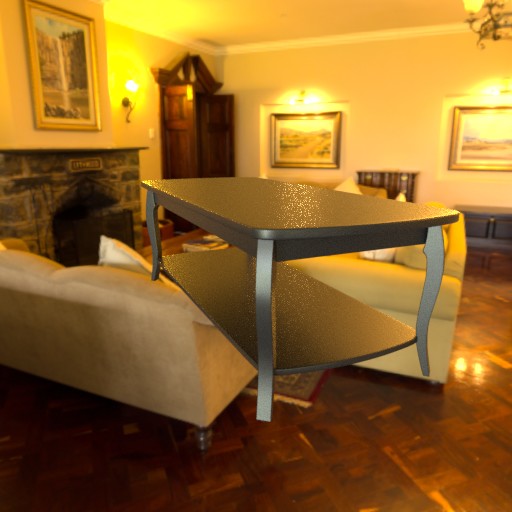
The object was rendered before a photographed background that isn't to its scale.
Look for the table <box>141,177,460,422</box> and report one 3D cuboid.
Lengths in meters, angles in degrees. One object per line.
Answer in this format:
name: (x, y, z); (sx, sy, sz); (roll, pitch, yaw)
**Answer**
table: (0.000, 0.000, 1.587); (0.571, 0.457, 1.333); (-6, 16, -24)
